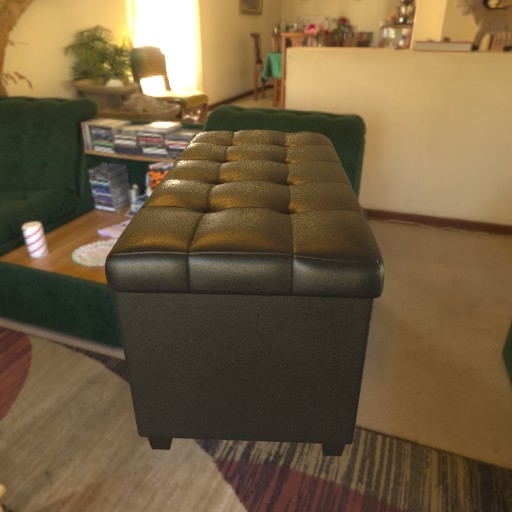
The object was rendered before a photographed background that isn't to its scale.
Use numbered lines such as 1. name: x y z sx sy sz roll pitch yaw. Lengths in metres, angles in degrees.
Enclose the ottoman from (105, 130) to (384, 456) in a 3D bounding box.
1. ottoman: 0.000 0.000 1.105 0.432 0.470 0.838 1 28 2
